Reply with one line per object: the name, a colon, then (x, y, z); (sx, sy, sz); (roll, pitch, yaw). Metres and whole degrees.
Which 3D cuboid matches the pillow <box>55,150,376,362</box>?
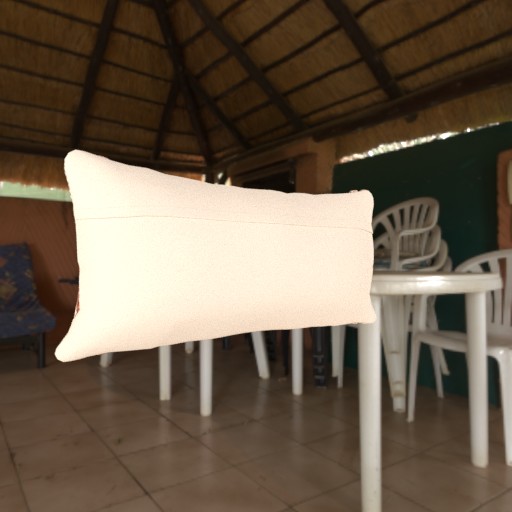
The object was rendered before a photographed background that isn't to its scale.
pillow: (0.000, 0.000, 0.756); (0.635, 0.282, 0.139); (0, -1, -36)
